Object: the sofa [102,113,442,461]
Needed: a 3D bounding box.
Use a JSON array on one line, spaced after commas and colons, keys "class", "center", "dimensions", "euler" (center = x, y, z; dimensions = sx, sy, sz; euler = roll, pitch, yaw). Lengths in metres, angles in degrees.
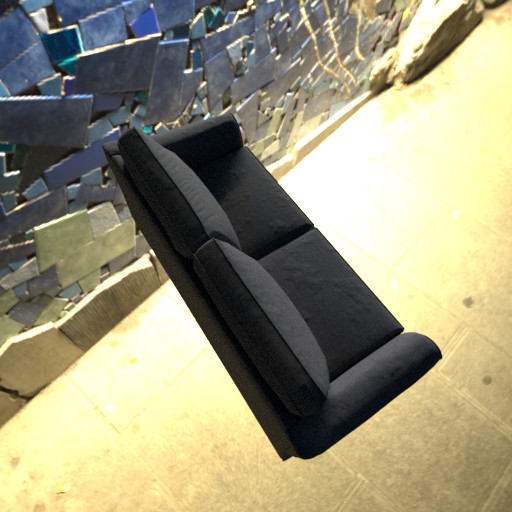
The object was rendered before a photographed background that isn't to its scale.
[{"class": "sofa", "center": [0.000, 0.000, 2.761], "dimensions": [0.971, 0.950, 2.270], "euler": [-29, 63, -16]}]
